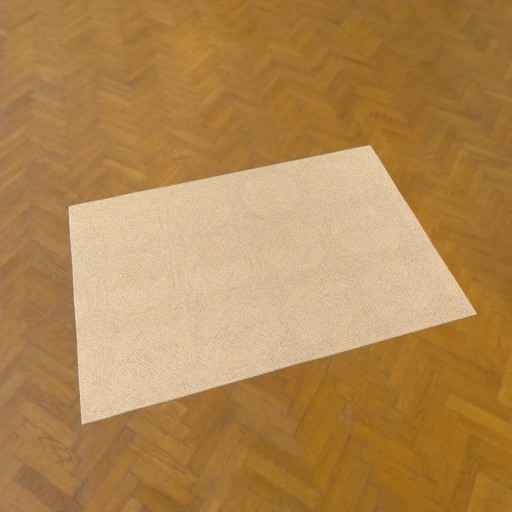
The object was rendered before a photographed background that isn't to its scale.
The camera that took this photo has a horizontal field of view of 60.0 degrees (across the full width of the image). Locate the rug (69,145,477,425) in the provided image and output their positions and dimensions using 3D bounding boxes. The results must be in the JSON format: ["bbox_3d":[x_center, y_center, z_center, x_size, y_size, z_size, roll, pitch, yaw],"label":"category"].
[{"bbox_3d":[0.000,0.000,2.297,1.839,0.009,1.236,-13,57,-9],"label":"rug"}]
